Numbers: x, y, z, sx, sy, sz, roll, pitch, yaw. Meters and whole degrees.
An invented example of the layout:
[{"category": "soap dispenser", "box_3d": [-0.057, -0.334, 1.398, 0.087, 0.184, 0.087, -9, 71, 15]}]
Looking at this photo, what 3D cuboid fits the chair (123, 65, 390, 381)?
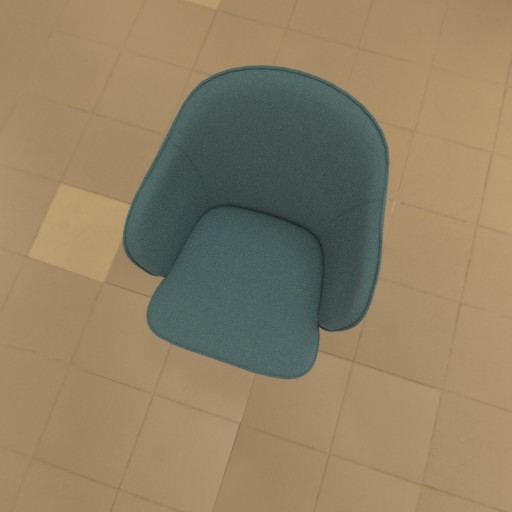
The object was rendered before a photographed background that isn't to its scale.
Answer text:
[{"category": "chair", "box_3d": [0.000, 0.000, 1.197, 0.570, 0.815, 0.585, 17, 77, 4]}]
